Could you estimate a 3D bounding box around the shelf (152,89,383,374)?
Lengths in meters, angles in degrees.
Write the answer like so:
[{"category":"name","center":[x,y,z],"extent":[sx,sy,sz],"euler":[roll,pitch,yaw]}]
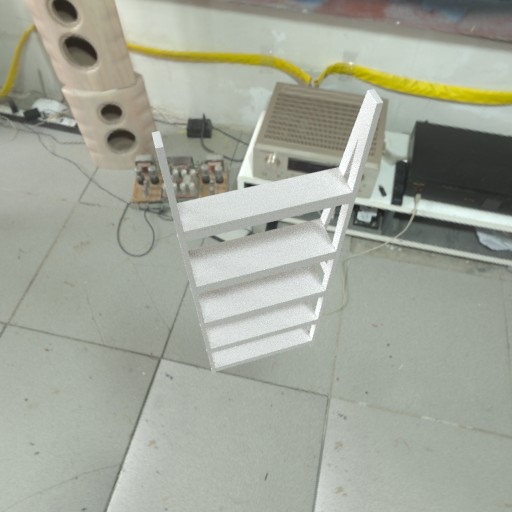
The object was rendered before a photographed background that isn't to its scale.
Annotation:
[{"category":"shelf","center":[0.000,0.000,2.005],"extent":[0.636,1.779,0.341],"euler":[-14,58,-9]}]
